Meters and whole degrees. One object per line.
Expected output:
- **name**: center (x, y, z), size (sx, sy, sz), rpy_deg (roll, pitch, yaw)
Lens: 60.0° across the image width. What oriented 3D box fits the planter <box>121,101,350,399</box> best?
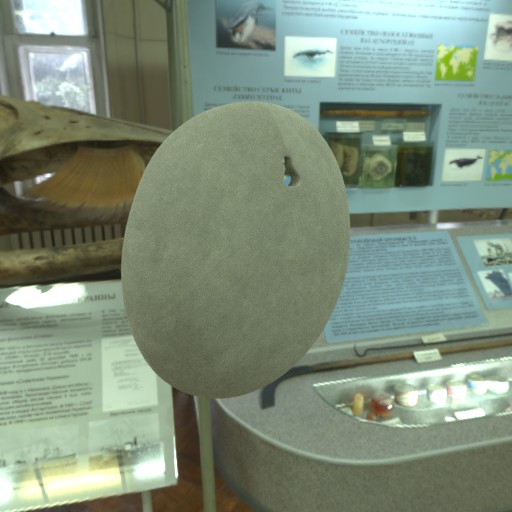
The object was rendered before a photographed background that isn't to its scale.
- **planter**: center (0.000, 0.000, 0.285), size (0.185, 0.188, 0.071), rpy_deg (-16, 23, -42)
